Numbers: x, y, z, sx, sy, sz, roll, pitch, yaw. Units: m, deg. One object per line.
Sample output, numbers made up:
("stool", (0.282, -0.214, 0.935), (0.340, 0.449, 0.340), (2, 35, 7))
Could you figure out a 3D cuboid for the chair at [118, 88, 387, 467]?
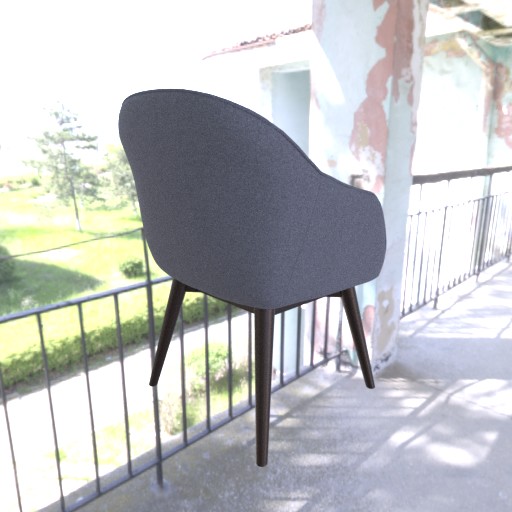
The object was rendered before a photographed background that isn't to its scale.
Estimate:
("chair", (0.000, 0.000, 1.202), (0.611, 0.810, 0.589), (-14, 21, -42))
